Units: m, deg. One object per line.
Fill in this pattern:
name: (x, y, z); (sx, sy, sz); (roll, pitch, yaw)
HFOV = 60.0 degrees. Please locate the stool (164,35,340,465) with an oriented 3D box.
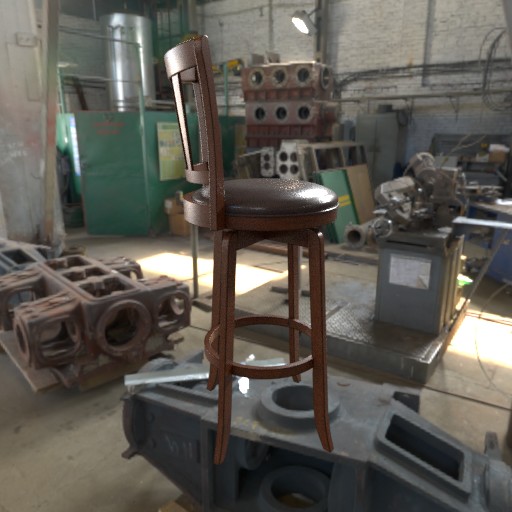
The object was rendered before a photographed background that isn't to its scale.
stool: (0.000, 0.000, 1.395); (0.503, 1.177, 0.464); (-3, 16, -9)
